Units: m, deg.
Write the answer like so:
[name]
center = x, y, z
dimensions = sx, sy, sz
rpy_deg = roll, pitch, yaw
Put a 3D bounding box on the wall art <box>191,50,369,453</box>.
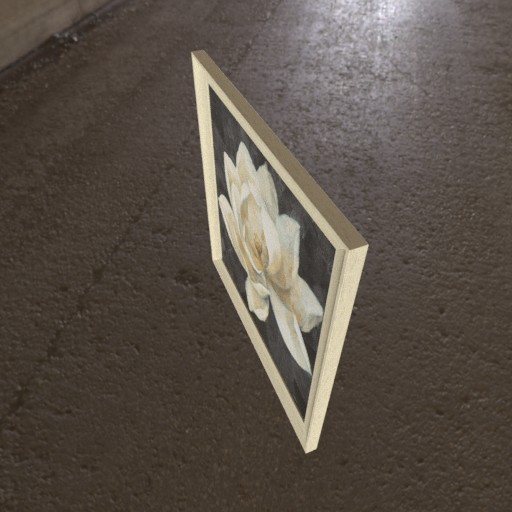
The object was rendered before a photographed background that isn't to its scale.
[wall art]
center = 0.000, 0.000, 1.529
dimensions = 0.045, 1.016, 1.016
rpy_deg = -17, 48, -16
